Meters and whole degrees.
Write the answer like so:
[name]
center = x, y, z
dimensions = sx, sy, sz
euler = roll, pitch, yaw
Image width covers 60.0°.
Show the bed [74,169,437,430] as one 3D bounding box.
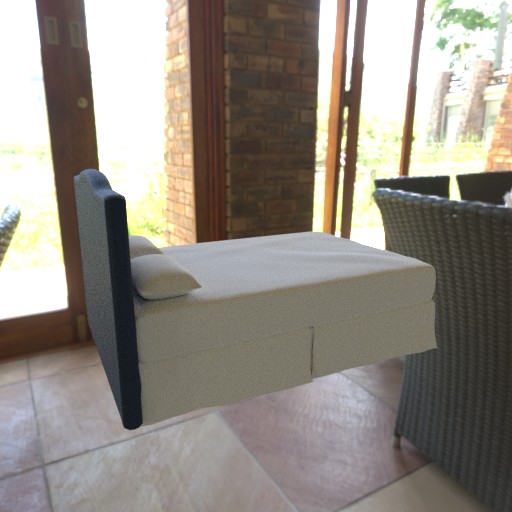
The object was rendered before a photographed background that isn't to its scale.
[bed]
center = 0.000, 0.000, 3.596
dimensions = 2.507, 1.441, 1.741
euler = -7, 16, -26
